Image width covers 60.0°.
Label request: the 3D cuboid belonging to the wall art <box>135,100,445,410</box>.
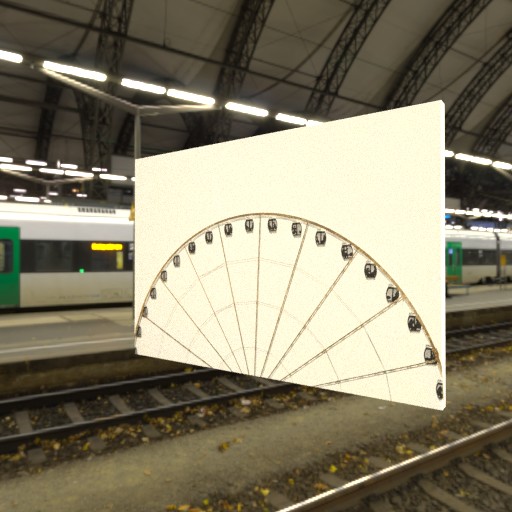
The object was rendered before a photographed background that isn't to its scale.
[{"bbox_3d":[0.000,0.000,1.436,1.144,0.767,0.038,0,-1,35],"label":"wall art"}]
